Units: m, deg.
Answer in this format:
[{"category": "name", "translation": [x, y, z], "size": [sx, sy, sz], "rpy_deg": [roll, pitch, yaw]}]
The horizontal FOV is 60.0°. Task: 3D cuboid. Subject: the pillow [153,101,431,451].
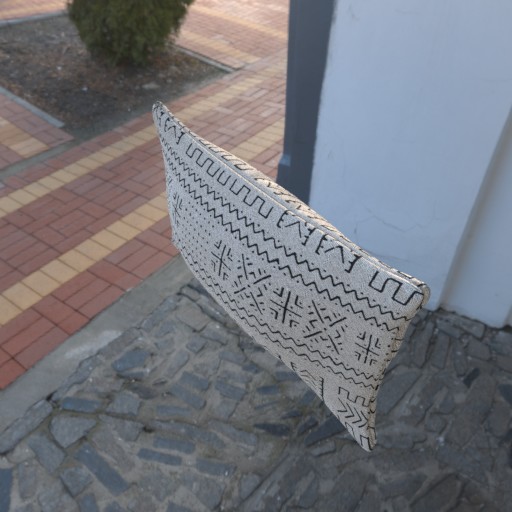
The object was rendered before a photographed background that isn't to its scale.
[{"category": "pillow", "translation": [0.000, 0.000, 0.771], "size": [0.188, 0.352, 0.637], "rpy_deg": [-26, 47, -27]}]
